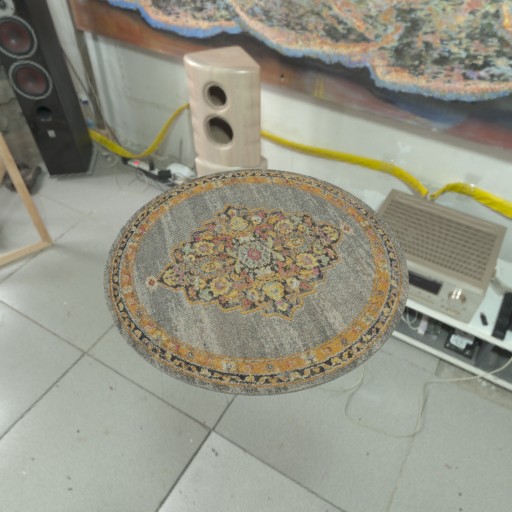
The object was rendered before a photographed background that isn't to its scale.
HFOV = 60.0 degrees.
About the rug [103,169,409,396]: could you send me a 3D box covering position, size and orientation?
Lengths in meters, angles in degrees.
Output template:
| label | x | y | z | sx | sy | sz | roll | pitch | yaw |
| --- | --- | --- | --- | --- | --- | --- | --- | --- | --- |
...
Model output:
| label | x | y | z | sx | sy | sz | roll | pitch | yaw |
| --- | --- | --- | --- | --- | --- | --- | --- | --- | --- |
| rug | 0.000 | 0.000 | 3.547 | 2.382 | 0.014 | 2.382 | 0 | 46 | 0 |
